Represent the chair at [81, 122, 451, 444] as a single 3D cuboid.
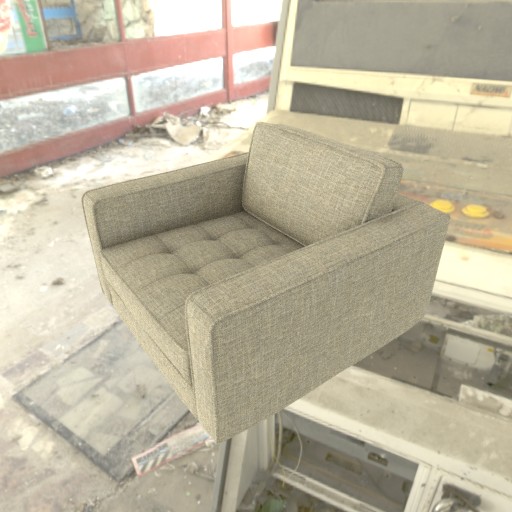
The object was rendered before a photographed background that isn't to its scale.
[{"bbox_3d":[0.000,0.000,1.564,0.914,0.765,0.889,-21,37,-30],"label":"chair"}]
